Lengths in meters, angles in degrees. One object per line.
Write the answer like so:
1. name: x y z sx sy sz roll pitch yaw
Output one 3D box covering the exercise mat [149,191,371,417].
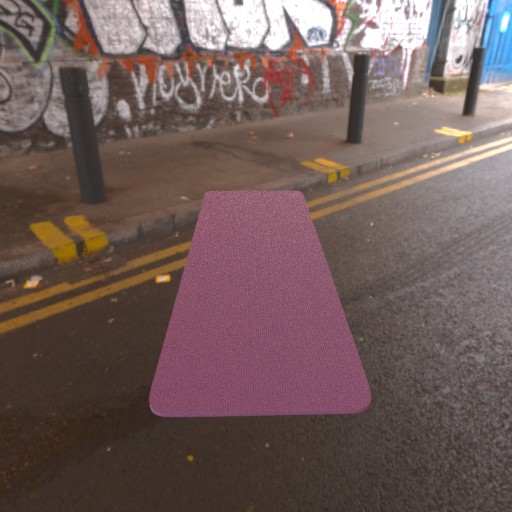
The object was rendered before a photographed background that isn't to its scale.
1. exercise mat: 0.000 0.000 2.010 0.616 0.021 1.869 0 26 -1
